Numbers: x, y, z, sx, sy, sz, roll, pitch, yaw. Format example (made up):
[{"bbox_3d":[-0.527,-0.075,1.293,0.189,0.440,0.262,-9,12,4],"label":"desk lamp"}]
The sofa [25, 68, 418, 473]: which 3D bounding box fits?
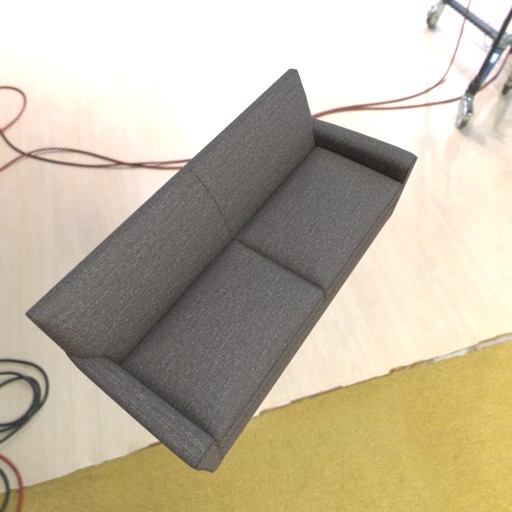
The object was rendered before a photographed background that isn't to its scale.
[{"bbox_3d":[0.000,0.000,2.353,0.875,0.846,1.976,31,63,18],"label":"sofa"}]
